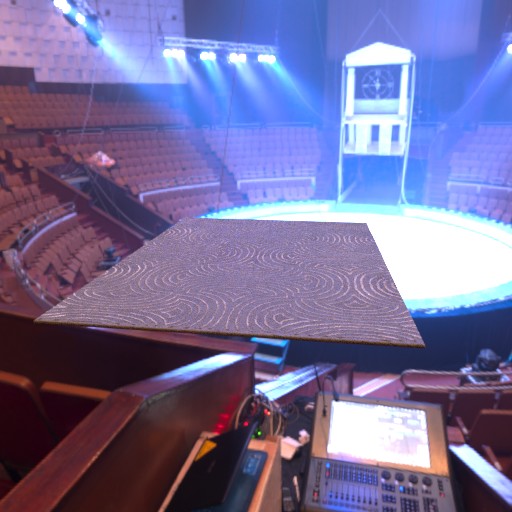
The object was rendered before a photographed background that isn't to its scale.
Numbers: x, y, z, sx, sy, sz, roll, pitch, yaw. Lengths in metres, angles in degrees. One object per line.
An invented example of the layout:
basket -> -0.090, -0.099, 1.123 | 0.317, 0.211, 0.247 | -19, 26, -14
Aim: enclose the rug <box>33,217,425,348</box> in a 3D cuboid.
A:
rug -> 0.000, 0.000, 2.729 | 1.543, 0.015, 2.144 | 2, 17, 8
